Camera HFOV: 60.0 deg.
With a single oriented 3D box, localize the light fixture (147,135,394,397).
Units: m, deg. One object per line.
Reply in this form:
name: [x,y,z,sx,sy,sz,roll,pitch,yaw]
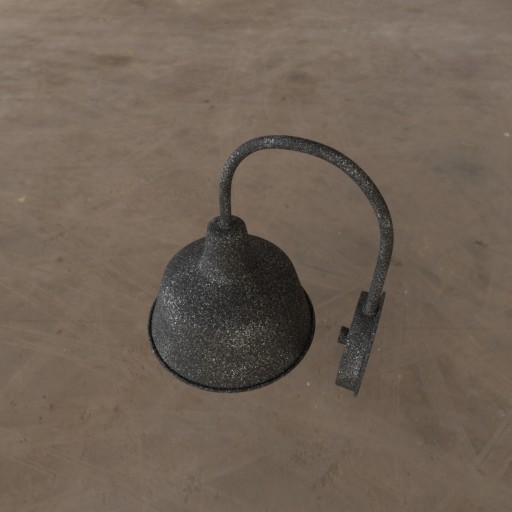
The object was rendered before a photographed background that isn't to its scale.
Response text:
light fixture: [0.000,0.000,0.480,0.283,0.300,0.216,16,47,16]
